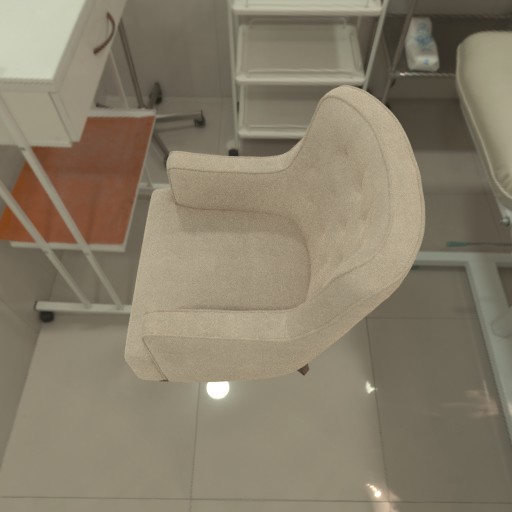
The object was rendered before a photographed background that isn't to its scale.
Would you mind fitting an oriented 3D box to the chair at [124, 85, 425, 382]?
[{"bbox_3d":[0.000,0.000,1.610,0.910,0.920,0.781,0,58,0],"label":"chair"}]
